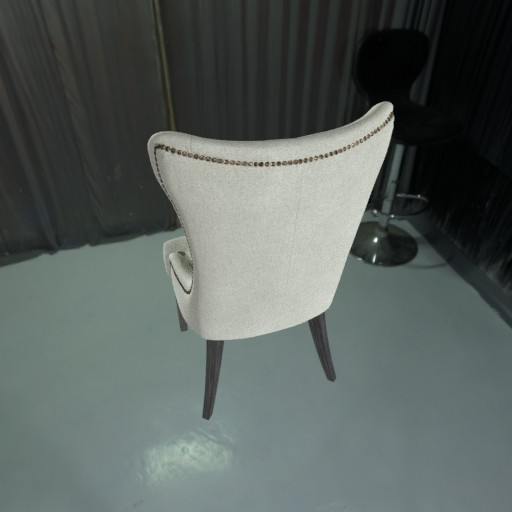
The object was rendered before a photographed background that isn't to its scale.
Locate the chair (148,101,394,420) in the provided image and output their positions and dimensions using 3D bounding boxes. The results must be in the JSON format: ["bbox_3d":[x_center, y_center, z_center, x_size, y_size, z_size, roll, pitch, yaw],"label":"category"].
[{"bbox_3d":[0.000,0.000,1.427,0.584,1.065,0.590,-12,41,-14],"label":"chair"}]
